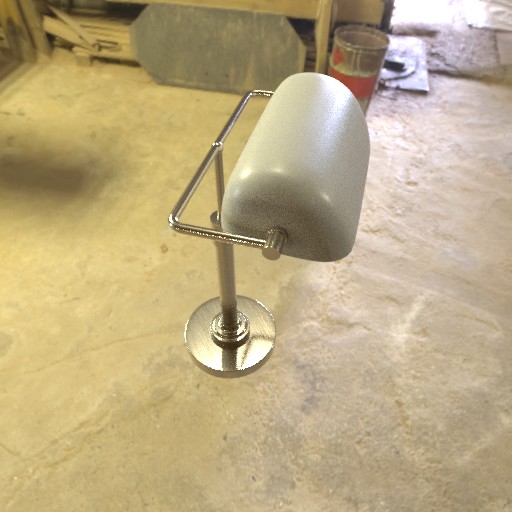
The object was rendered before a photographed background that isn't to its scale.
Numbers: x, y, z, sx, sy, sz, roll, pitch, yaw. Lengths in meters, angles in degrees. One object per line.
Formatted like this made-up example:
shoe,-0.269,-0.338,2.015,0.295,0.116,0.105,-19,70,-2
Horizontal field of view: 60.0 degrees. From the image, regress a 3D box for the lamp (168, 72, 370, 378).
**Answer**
lamp,0.000,0.000,0.559,0.227,0.404,0.269,11,47,11
